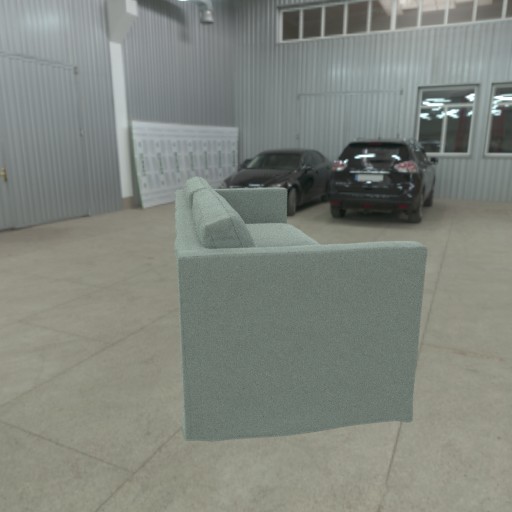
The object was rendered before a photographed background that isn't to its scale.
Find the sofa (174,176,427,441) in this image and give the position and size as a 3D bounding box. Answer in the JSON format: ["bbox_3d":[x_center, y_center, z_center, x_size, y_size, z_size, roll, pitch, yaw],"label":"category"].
[{"bbox_3d":[0.000,0.000,2.717,0.962,0.853,2.312,-2,14,-10],"label":"sofa"}]
